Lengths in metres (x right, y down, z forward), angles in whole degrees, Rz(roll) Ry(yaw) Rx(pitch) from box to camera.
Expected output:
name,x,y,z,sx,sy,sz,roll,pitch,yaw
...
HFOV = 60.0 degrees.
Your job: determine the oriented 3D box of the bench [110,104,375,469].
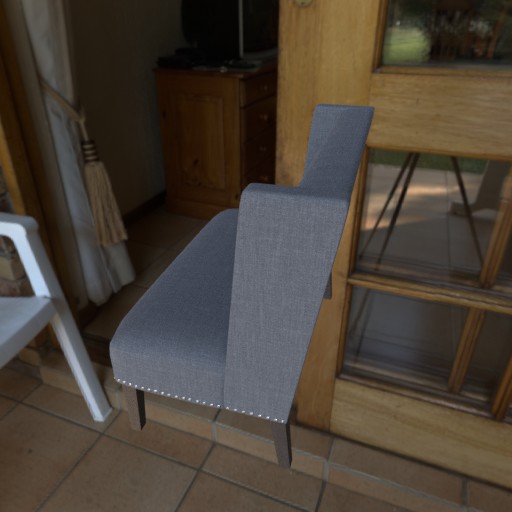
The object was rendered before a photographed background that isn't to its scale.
name,x,y,z,sx,sy,sz,roll,pitch,yaw
bench,0.000,0.000,2.003,0.842,1.121,1.276,8,30,14
